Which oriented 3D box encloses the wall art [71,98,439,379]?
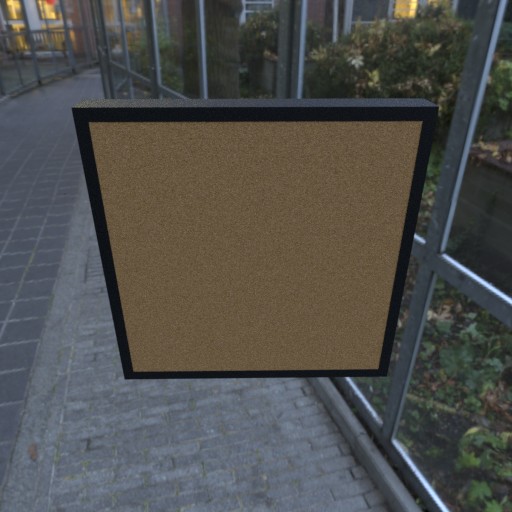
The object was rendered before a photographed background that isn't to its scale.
[{"bbox_3d":[0.000,0.000,0.457,0.305,0.304,0.038,0,29,-1],"label":"wall art"}]
